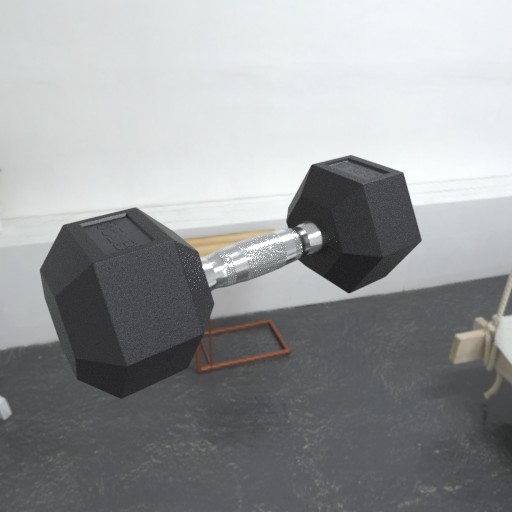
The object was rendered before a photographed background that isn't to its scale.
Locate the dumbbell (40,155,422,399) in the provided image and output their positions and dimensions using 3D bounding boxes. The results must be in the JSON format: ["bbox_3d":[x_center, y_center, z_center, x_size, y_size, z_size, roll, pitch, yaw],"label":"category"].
[{"bbox_3d":[0.000,0.000,0.416,0.356,0.123,0.141,-19,35,-30],"label":"dumbbell"}]
